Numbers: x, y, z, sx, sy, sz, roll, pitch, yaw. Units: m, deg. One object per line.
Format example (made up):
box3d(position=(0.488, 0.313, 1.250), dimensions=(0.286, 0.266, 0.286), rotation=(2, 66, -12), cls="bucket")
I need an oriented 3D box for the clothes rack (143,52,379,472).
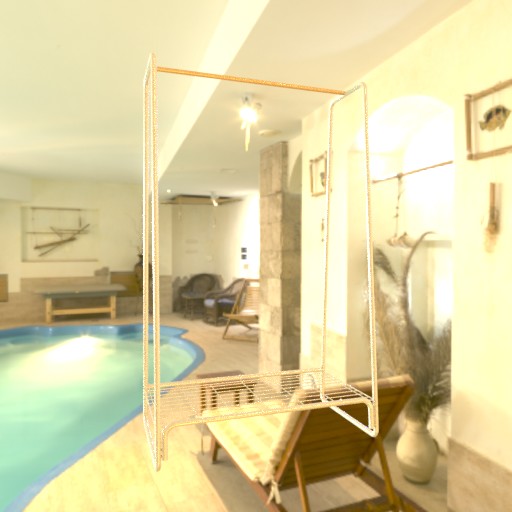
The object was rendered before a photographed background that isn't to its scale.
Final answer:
box3d(position=(0.000, 0.000, 1.887), dimensions=(0.900, 1.500, 0.495), rotation=(0, 1, -19), cls="clothes rack")
